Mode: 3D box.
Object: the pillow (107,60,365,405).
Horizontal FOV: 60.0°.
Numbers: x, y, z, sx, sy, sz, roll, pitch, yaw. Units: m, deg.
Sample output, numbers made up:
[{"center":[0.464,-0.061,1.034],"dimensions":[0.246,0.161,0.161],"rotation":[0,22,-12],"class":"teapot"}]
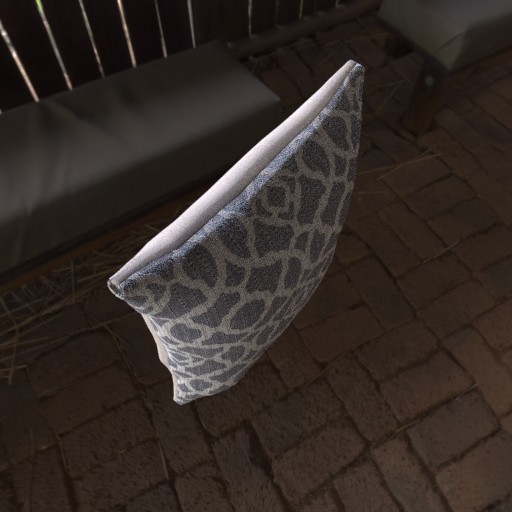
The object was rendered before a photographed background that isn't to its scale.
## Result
[{"center":[0.000,0.000,0.788],"dimensions":[0.215,0.498,0.508],"rotation":[34,64,19],"class":"pillow"}]
